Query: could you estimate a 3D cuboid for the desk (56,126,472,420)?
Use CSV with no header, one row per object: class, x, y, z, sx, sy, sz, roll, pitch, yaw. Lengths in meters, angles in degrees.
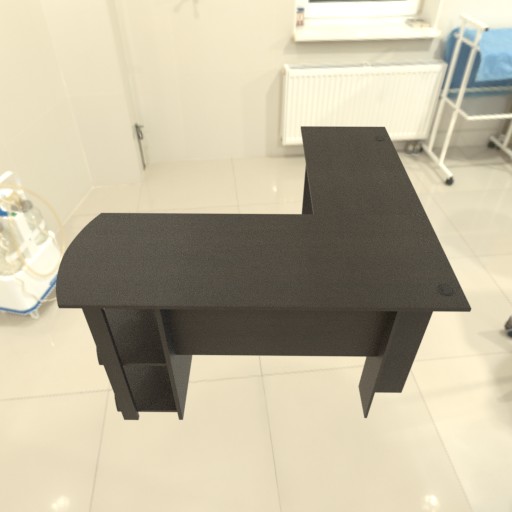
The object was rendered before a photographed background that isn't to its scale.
desk,0.000,0.000,2.114,1.361,0.716,1.303,0,41,0
